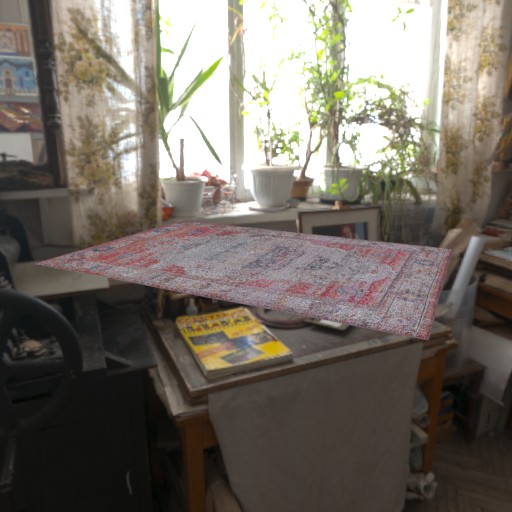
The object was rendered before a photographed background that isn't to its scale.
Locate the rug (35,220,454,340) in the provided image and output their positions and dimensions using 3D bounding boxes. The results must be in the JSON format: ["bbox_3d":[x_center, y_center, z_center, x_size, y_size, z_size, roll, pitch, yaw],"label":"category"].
[{"bbox_3d":[0.000,0.000,2.310,1.829,0.006,1.219,8,18,26],"label":"rug"}]
